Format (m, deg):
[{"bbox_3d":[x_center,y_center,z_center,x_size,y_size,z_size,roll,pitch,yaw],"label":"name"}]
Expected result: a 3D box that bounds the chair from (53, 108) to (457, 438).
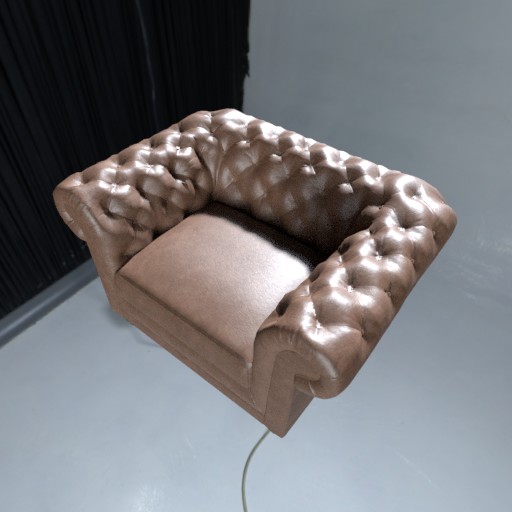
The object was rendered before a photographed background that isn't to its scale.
[{"bbox_3d":[0.000,0.000,1.866,1.298,0.784,0.954,29,51,26],"label":"chair"}]
